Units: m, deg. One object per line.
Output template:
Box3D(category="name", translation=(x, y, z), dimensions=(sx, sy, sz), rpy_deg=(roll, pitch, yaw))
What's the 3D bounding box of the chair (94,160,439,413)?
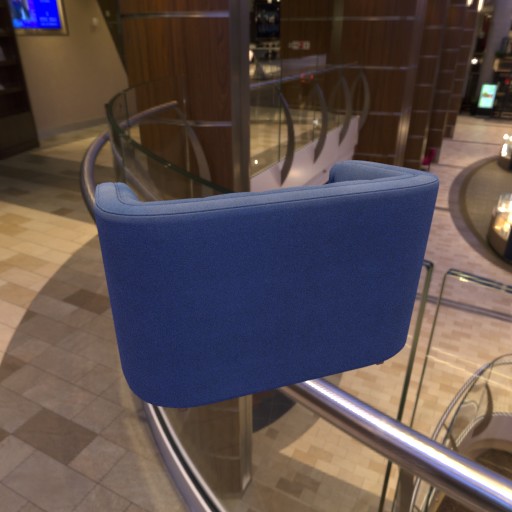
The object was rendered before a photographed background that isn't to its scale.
Box3D(category="chair", translation=(0.000, 0.000, 1.743), dimensions=(1.118, 0.787, 0.914), rpy_deg=(-8, 28, -16))
